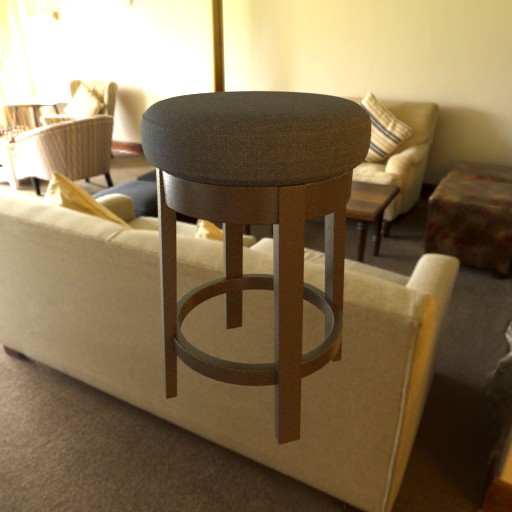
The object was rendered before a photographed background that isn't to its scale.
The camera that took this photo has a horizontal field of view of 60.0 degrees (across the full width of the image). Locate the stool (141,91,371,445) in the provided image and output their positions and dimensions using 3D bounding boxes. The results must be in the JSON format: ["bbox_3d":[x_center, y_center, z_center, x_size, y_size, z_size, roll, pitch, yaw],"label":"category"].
[{"bbox_3d":[0.000,0.000,0.963,0.449,0.655,0.449,0,26,0],"label":"stool"}]
